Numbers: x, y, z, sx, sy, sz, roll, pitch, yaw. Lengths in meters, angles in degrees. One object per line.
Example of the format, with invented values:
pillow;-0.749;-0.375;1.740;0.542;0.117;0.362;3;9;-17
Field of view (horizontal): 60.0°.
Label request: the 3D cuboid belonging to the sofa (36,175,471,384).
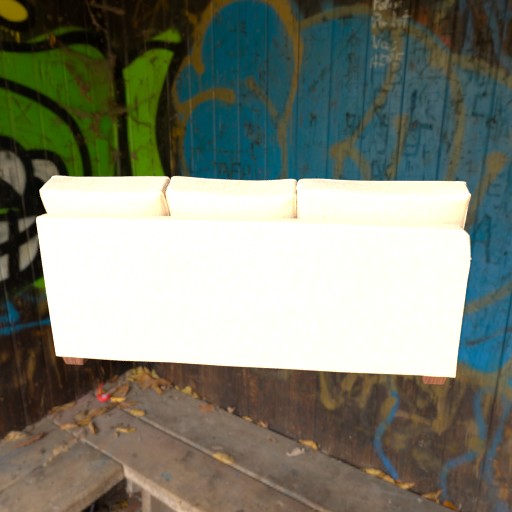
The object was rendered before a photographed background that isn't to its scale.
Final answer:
sofa;0.000;0.000;2.497;1.962;0.946;1.034;2;16;6
